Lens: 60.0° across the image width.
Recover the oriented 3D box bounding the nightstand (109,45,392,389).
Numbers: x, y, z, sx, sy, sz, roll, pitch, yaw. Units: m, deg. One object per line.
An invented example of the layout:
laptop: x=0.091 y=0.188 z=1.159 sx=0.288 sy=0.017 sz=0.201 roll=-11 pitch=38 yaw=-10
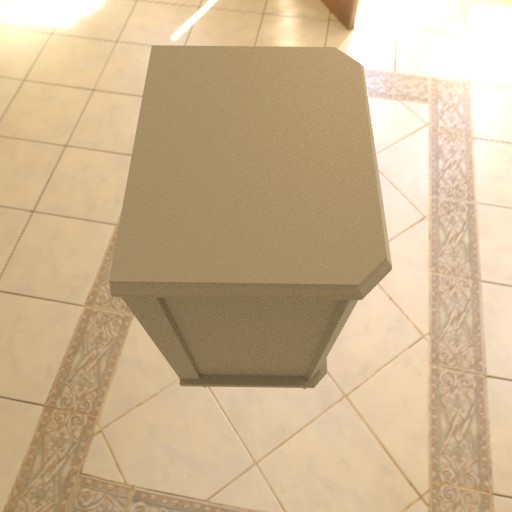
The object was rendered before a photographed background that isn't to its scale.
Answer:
nightstand: x=0.000 y=0.000 z=0.934 sx=0.350 sy=0.680 sz=0.450 roll=1 pitch=63 yaw=0
